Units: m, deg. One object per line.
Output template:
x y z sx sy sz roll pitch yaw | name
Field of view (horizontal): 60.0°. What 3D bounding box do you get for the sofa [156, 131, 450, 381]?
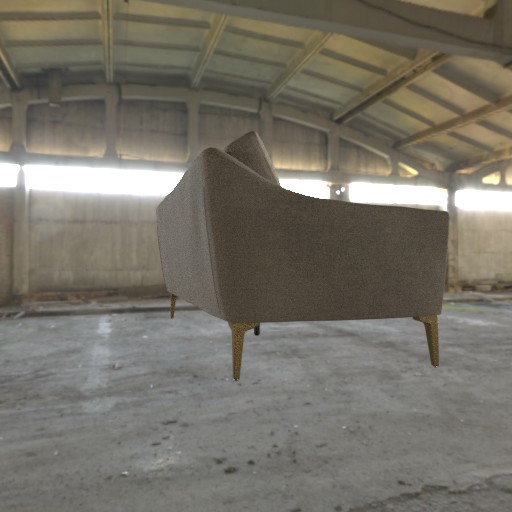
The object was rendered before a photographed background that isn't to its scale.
0.000 0.000 2.556 0.980 0.913 2.036 0 -1 -18 | sofa
